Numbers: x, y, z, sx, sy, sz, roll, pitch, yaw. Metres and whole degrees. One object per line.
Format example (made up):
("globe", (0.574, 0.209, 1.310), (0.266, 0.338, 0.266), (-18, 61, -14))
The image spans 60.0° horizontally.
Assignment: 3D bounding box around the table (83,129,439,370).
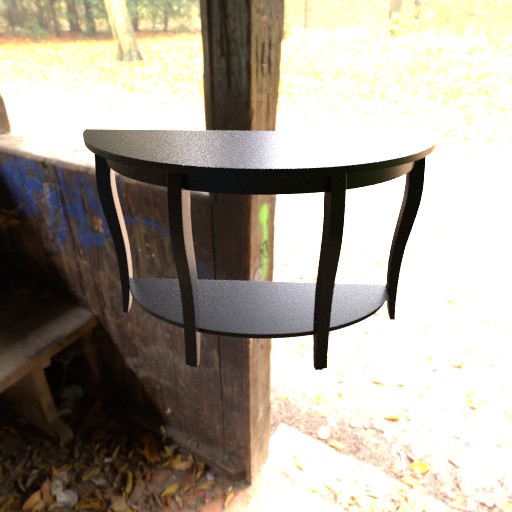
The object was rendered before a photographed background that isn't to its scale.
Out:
("table", (0.000, 0.000, 1.570), (1.219, 0.780, 0.394), (1, 30, 2))
